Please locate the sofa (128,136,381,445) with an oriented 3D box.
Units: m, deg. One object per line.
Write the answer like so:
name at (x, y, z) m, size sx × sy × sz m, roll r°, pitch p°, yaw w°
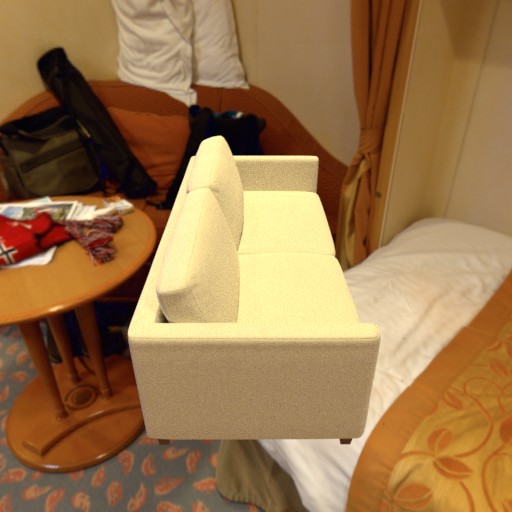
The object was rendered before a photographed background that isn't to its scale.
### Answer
sofa at (0.000, 0.000, 2.555) m, size 0.965 × 0.889 × 1.981 m, roll 0°, pitch 32°, yaw 0°
